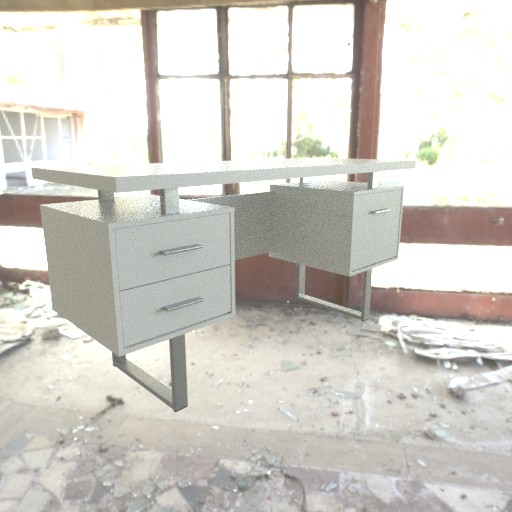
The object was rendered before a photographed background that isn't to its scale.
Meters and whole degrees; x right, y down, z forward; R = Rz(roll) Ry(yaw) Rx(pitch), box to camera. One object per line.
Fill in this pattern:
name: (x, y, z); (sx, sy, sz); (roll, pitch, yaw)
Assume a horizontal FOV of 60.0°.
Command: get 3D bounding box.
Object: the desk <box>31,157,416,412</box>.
desk: (0.000, 0.000, 1.890); (1.530, 0.773, 0.603); (-13, 19, -42)
